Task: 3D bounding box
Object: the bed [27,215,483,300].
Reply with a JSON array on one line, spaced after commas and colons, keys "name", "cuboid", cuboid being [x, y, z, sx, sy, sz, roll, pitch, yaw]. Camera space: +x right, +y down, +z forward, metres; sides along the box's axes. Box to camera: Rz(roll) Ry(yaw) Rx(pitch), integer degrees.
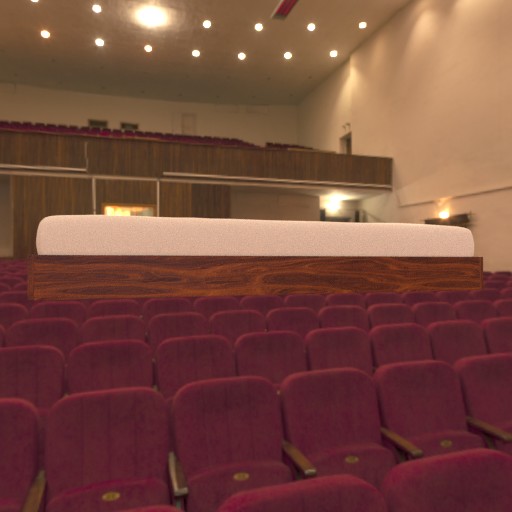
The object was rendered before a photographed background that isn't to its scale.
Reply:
[{"name": "bed", "cuboid": [0.000, 0.000, 2.178, 1.860, 0.312, 0.940, 0, -1, -17]}]
